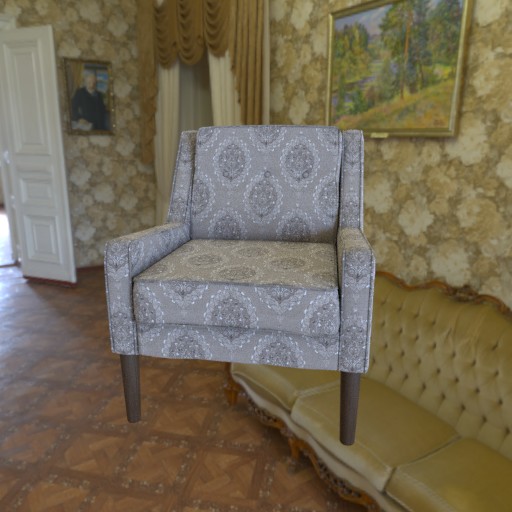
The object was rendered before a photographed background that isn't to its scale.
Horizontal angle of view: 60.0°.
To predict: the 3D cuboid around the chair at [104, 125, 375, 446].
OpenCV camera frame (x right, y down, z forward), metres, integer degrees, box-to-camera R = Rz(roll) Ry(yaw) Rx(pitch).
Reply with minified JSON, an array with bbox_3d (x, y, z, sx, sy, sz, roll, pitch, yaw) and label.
[{"bbox_3d":[0.000,0.000,1.371,0.665,0.797,0.750,2,14,9],"label":"chair"}]
